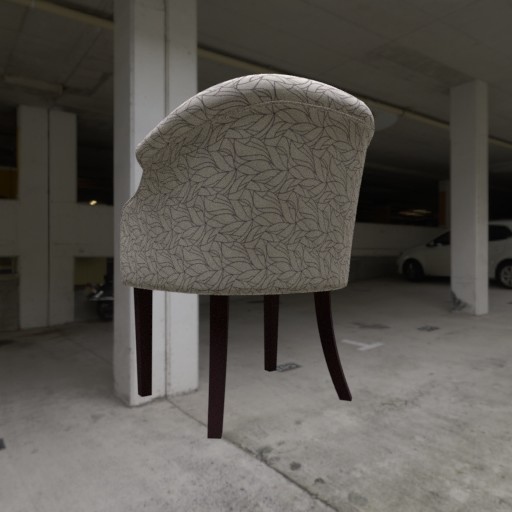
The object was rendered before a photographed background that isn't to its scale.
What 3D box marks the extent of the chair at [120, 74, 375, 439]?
[{"bbox_3d":[0.000,0.000,1.310,0.686,0.858,0.613,0,0,-36],"label":"chair"}]
